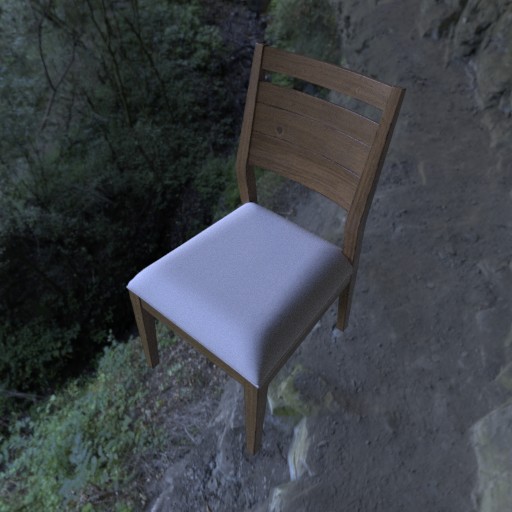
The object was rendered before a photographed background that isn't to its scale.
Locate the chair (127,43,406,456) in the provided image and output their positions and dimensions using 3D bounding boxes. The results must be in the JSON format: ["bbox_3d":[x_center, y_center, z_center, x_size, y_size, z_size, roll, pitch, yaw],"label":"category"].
[{"bbox_3d":[0.000,0.000,1.280,0.497,0.939,0.610,31,53,26],"label":"chair"}]
